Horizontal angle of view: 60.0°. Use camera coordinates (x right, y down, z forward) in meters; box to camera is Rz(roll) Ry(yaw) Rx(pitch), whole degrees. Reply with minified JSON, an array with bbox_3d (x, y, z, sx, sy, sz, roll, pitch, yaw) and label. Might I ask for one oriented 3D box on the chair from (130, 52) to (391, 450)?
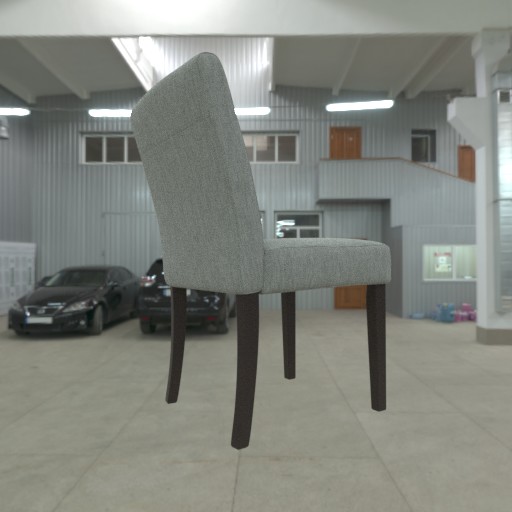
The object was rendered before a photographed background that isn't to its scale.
[{"bbox_3d":[0.000,0.000,1.281,0.629,0.884,0.487,0,-1,-34],"label":"chair"}]
